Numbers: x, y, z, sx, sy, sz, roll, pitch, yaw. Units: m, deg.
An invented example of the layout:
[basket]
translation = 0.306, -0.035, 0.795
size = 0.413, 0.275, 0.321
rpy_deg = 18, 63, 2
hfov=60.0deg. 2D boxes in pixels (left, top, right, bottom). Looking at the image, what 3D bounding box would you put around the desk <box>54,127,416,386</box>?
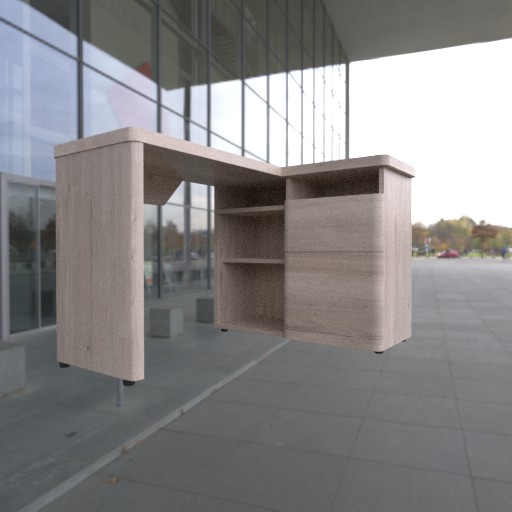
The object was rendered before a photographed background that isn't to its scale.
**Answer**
[desk]
translation = 0.000, 0.000, 1.740
size = 0.900, 0.760, 1.169
rpy_deg = 1, 1, 36
